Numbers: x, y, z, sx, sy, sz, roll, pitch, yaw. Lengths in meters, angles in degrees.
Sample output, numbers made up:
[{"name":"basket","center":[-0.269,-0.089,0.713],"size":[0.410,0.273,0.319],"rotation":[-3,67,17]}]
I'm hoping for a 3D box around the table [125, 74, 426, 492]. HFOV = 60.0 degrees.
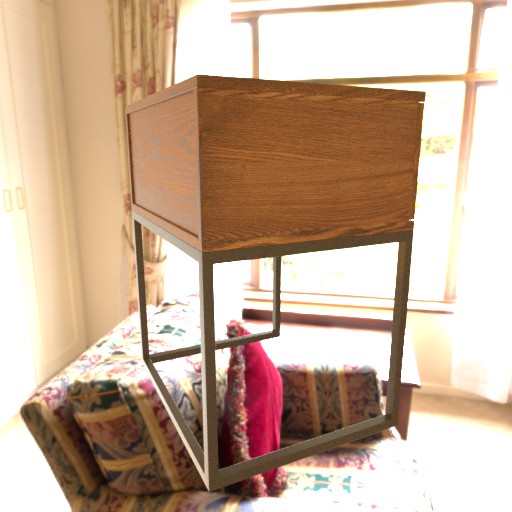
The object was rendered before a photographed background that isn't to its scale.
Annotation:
[{"name":"table","center":[0.000,0.000,0.914],"size":[0.400,0.610,0.482],"rotation":[-7,15,-25]}]
